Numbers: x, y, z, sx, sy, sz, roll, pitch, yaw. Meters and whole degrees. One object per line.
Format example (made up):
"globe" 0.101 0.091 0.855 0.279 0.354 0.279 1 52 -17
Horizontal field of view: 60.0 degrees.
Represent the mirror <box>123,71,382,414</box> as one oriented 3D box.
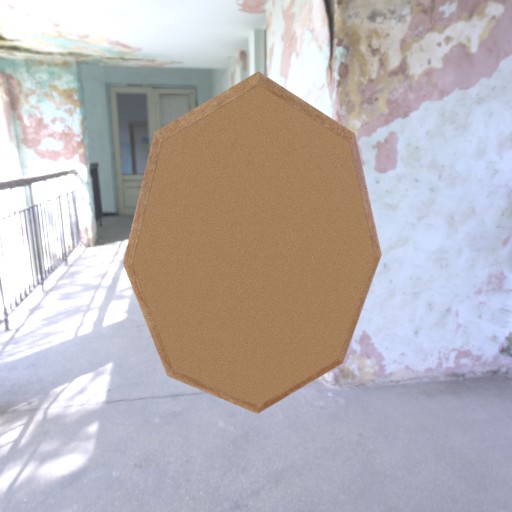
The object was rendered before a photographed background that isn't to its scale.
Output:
"mirror" 0.000 0.000 1.007 0.577 0.774 0.070 -2 14 -8
